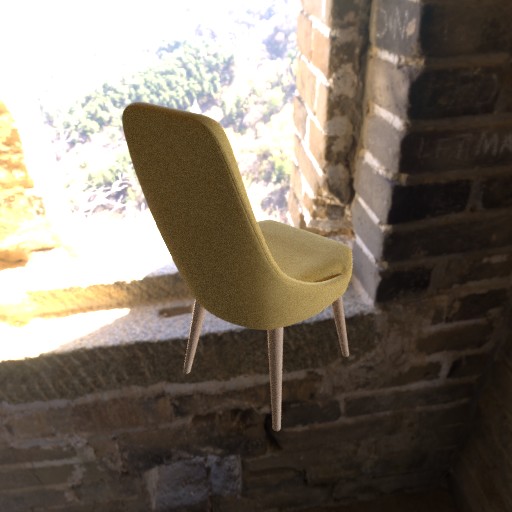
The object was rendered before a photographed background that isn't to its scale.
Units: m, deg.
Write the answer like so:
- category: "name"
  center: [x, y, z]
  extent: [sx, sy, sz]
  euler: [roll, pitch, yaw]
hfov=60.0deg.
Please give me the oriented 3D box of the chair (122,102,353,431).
- category: "chair"
  center: [0.000, 0.000, 1.413]
  extent: [0.510, 1.040, 0.660]
  euler: [22, 38, 31]
